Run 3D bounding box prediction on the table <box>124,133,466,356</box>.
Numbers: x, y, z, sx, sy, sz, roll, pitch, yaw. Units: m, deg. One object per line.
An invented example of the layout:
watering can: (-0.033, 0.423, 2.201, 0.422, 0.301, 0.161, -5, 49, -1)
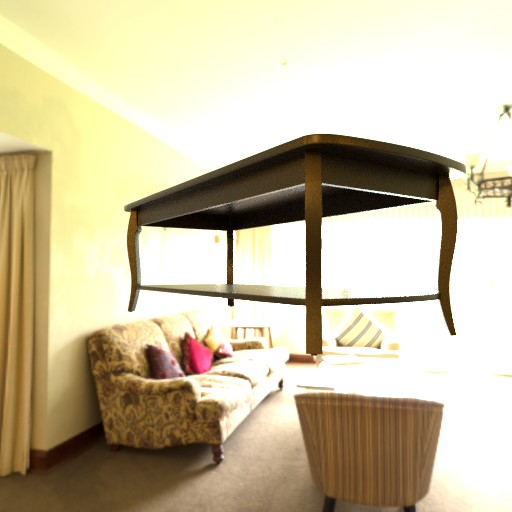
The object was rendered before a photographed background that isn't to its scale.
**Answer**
table: (0.000, 0.000, 1.561, 0.571, 0.457, 1.333, 1, -2, -34)
